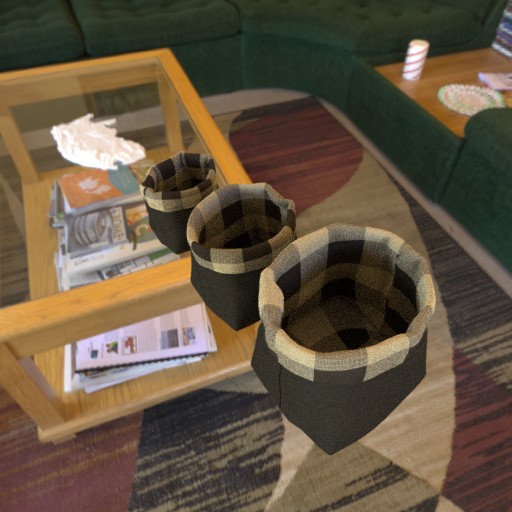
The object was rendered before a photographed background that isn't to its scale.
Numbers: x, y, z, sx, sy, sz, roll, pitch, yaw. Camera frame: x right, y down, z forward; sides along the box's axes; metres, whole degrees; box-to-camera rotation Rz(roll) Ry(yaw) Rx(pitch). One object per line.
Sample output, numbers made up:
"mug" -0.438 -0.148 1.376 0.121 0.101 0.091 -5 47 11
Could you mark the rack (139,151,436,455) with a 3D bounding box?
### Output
"rack" 0.000 0.000 1.087 0.370 0.329 0.889 -31 55 -25
